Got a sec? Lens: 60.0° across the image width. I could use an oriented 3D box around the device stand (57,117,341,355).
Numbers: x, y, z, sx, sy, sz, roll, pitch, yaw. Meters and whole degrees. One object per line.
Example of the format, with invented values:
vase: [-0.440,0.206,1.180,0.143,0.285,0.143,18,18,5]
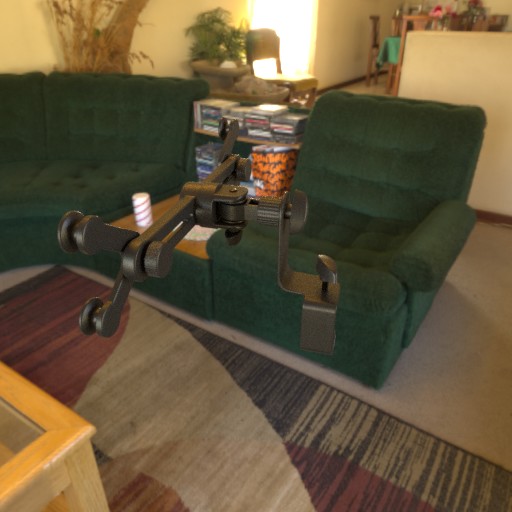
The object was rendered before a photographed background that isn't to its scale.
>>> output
device stand: [0.000,0.000,0.366,0.142,0.166,0.270,8,30,14]
